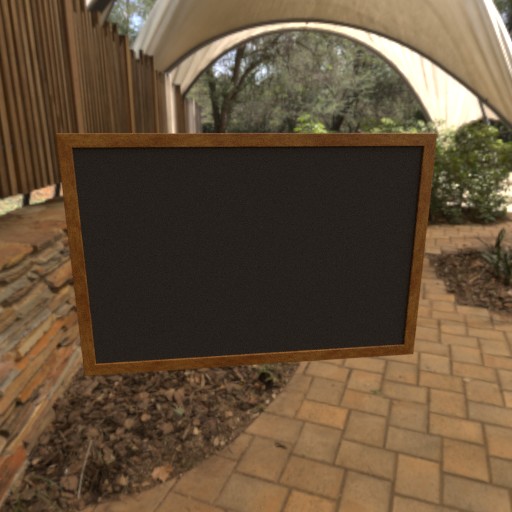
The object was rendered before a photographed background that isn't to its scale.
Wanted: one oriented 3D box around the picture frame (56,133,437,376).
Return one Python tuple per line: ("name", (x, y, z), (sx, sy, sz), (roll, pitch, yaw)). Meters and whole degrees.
("picture frame", (0.000, 0.000, 1.163), (0.922, 0.621, 0.029), (-2, 16, -7))
